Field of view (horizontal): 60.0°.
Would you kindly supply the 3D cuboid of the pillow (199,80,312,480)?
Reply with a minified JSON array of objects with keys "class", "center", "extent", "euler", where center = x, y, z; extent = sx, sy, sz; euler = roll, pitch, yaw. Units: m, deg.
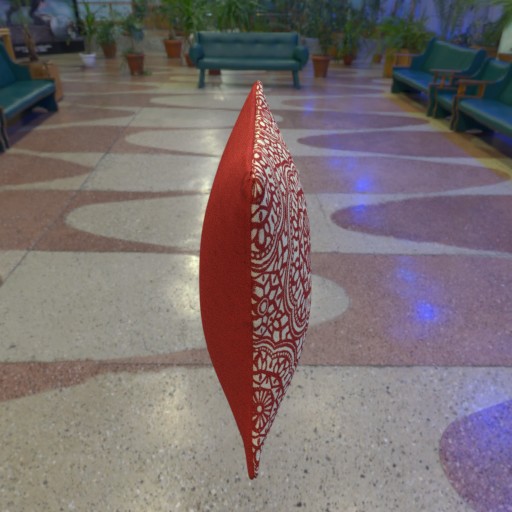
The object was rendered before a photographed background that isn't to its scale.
[{"class":"pillow","center":[0.000,0.000,0.657],"extent":[0.162,0.419,0.438],"euler":[0,31,1]}]
